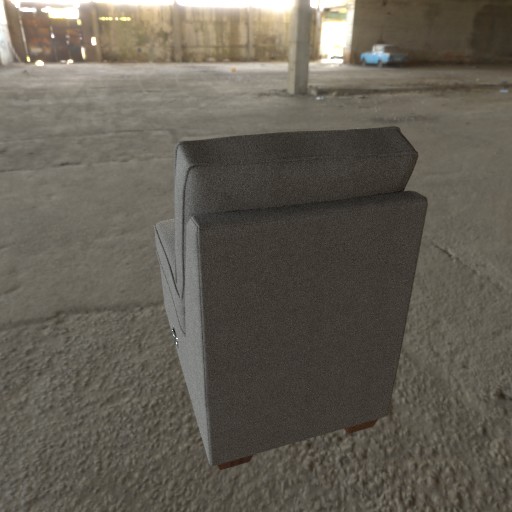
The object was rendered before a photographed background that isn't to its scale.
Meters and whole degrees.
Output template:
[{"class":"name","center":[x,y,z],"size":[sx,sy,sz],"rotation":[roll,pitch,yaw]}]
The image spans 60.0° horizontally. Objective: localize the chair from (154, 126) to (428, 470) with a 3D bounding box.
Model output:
[{"class":"chair","center":[0.000,0.000,1.563],"size":[0.621,0.970,0.938],"rotation":[-8,27,-17]}]
